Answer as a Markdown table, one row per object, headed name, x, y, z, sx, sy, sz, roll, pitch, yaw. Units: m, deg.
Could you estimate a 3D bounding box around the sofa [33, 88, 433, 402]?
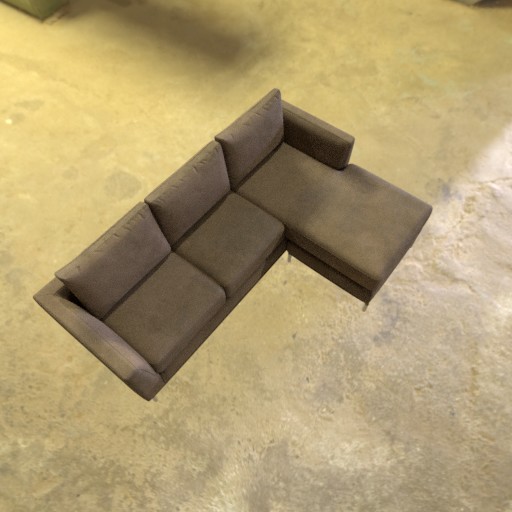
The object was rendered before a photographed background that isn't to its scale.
| name | x | y | z | sx | sy | sz | roll | pitch | yaw |
| --- | --- | --- | --- | --- | --- | --- | --- | --- | --- |
| sofa | 0.000 | 0.000 | 3.185 | 1.622 | 0.987 | 2.438 | 34 | 64 | 19 |
